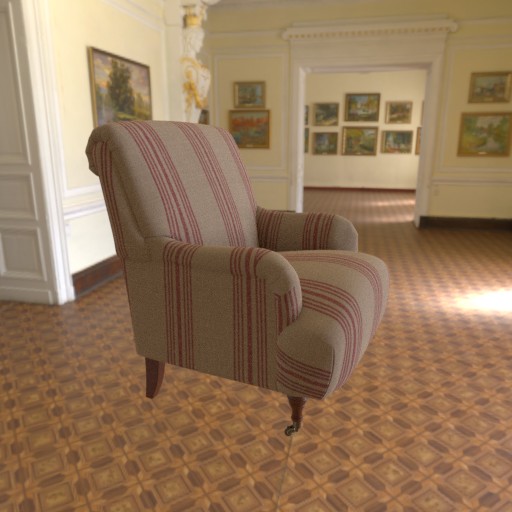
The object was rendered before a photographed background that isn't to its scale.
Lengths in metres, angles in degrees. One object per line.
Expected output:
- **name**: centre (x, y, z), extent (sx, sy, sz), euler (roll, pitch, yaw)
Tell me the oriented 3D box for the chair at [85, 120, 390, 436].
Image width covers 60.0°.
- **chair**: centre (0.000, 0.000, 1.906), extent (1.058, 1.123, 0.933), euler (7, 16, 25)
